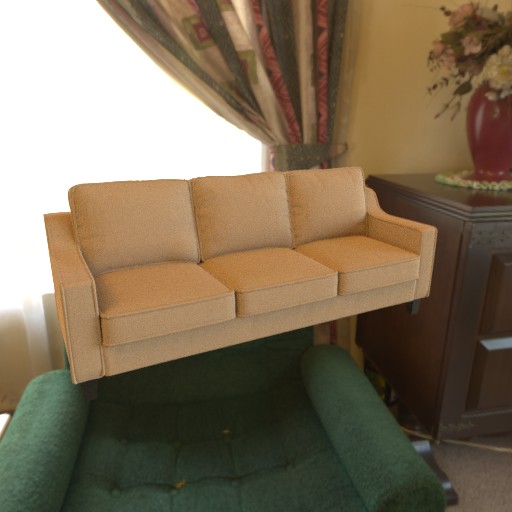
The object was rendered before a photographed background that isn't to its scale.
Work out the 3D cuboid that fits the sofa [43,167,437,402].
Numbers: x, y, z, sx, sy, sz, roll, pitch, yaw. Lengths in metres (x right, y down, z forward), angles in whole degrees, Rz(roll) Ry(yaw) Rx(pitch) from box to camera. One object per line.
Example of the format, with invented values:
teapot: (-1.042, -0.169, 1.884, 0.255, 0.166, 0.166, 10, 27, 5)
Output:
sofa: (0.000, 0.000, 2.560, 2.131, 0.902, 0.791, -9, 19, -26)
